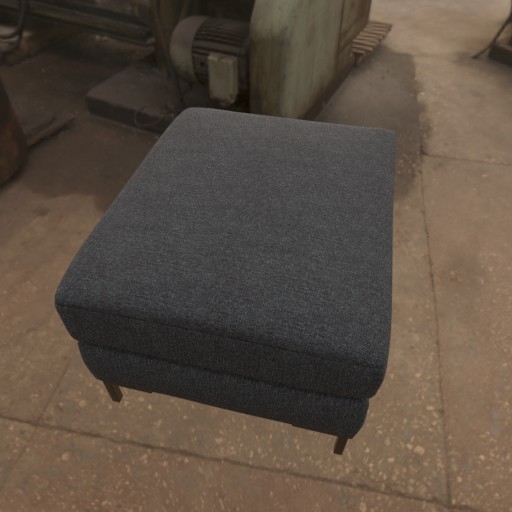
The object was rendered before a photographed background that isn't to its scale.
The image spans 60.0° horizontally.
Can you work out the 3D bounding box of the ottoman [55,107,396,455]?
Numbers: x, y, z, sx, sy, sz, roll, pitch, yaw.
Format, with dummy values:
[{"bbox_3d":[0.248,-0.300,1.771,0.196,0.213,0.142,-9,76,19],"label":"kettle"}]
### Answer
[{"bbox_3d":[0.000,0.000,1.272,0.695,0.533,0.831,10,47,9],"label":"ottoman"}]
